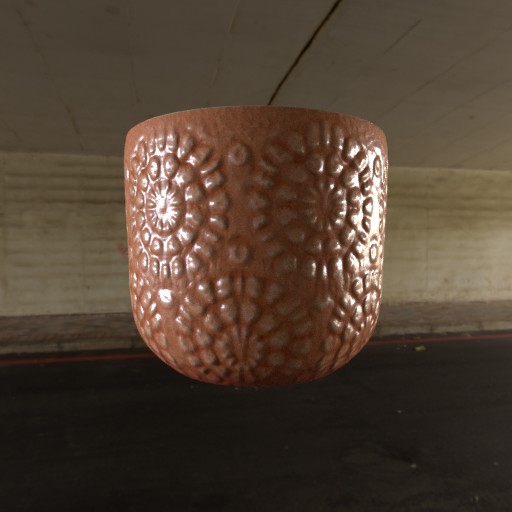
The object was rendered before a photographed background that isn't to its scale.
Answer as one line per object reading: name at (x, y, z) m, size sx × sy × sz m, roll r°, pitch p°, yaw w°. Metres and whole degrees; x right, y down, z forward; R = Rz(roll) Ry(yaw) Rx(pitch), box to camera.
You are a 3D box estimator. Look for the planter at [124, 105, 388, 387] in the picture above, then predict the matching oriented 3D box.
planter at (0.000, 0.000, 0.218) m, size 0.124 × 0.109 × 0.124 m, roll 0°, pitch 1°, yaw 0°
